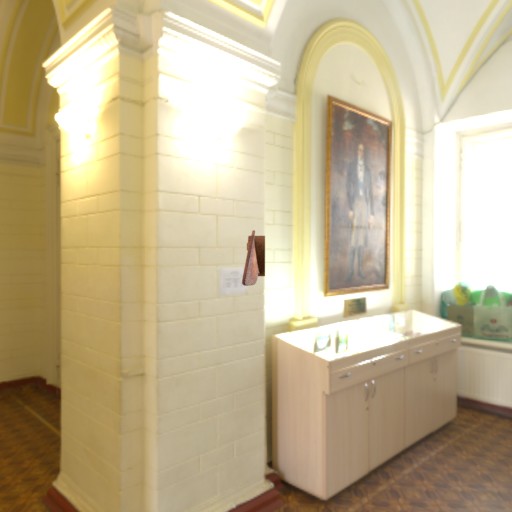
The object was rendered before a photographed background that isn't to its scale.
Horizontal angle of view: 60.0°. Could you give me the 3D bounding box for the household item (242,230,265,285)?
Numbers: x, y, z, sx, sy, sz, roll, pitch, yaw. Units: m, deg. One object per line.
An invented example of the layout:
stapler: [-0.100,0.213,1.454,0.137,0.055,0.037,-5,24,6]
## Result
household item: [0.000,0.000,1.242,0.051,0.121,1.181,0,0,1]
